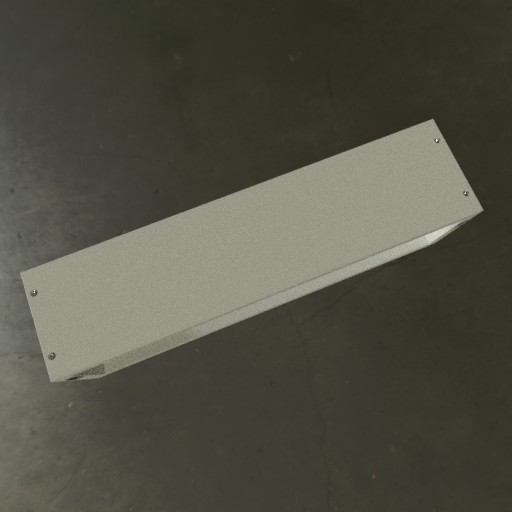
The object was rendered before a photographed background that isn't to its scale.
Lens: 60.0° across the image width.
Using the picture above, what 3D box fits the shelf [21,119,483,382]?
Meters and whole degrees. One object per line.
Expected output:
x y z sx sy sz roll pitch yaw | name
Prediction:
0.000 0.000 0.677 0.610 0.170 0.150 -21 77 -5 | shelf
